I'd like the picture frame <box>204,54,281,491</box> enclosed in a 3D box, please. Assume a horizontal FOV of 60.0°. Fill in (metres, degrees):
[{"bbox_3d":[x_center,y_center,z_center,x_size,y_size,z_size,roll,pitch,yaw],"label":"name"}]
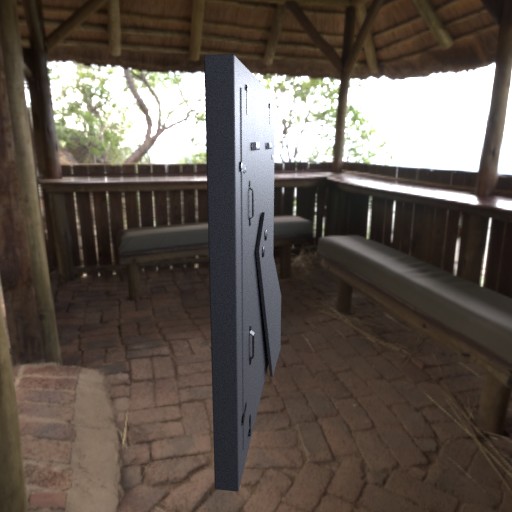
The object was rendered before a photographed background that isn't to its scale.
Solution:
[{"bbox_3d":[0.000,0.000,0.520,0.036,0.383,0.307,2,14,8],"label":"picture frame"}]
